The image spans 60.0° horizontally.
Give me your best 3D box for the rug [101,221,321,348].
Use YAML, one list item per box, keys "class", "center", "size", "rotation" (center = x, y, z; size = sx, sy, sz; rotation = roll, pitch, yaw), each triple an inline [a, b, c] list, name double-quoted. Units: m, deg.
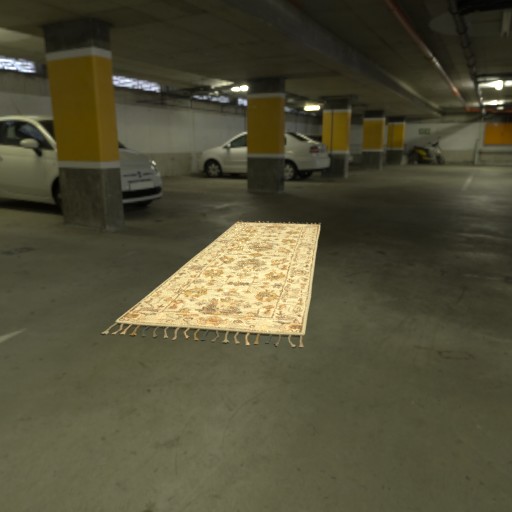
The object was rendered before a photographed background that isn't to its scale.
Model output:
- class: "rug"
  center: [0.000, 0.000, 2.689]
  size: [0.729, 0.021, 2.438]
  rotation: [2, 14, 9]
